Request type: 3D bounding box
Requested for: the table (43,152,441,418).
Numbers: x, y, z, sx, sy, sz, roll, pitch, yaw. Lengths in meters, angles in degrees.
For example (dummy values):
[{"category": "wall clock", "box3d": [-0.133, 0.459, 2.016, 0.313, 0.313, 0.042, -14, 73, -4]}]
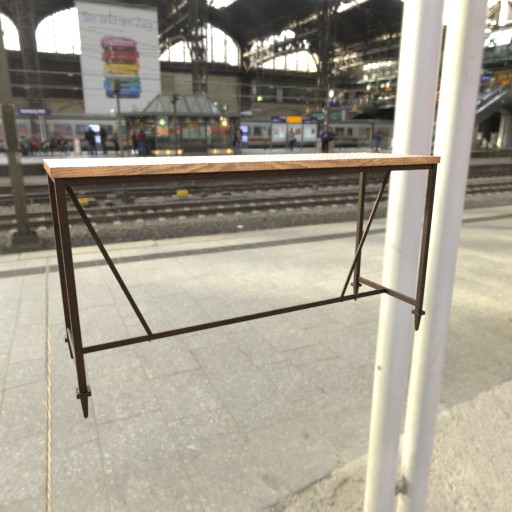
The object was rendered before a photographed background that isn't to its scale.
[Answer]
[{"category": "table", "box3d": [0.000, 0.000, 2.082, 1.700, 0.902, 0.551, -8, 17, -26]}]
